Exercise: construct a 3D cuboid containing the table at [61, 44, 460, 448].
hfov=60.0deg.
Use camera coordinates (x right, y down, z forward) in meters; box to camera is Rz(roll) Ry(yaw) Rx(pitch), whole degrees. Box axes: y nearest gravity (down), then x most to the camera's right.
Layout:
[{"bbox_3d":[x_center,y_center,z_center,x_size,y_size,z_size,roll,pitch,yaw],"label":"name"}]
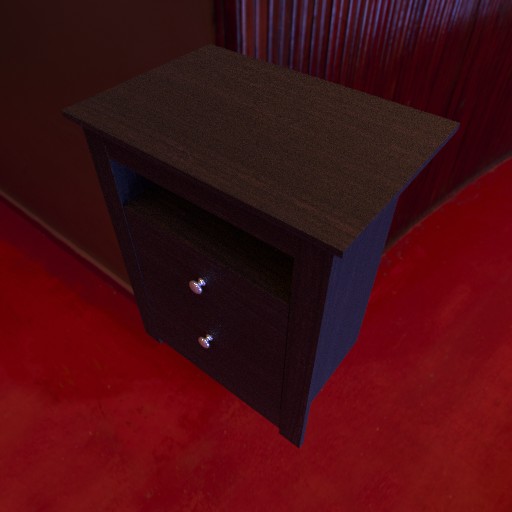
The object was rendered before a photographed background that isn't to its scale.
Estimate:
[{"bbox_3d":[0.000,0.000,1.046,0.591,0.711,0.406,29,52,25],"label":"table"}]
